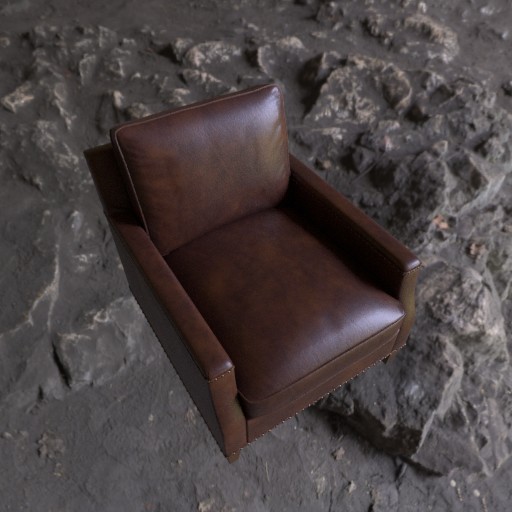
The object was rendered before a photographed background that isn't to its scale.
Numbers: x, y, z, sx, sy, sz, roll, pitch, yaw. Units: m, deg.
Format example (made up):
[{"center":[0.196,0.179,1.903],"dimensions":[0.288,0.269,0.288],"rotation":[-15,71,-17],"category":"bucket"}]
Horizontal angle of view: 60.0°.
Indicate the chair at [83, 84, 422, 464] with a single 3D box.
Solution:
[{"center":[0.000,0.000,1.691],"dimensions":[0.853,0.929,1.014],"rotation":[-24,50,-22],"category":"chair"}]
